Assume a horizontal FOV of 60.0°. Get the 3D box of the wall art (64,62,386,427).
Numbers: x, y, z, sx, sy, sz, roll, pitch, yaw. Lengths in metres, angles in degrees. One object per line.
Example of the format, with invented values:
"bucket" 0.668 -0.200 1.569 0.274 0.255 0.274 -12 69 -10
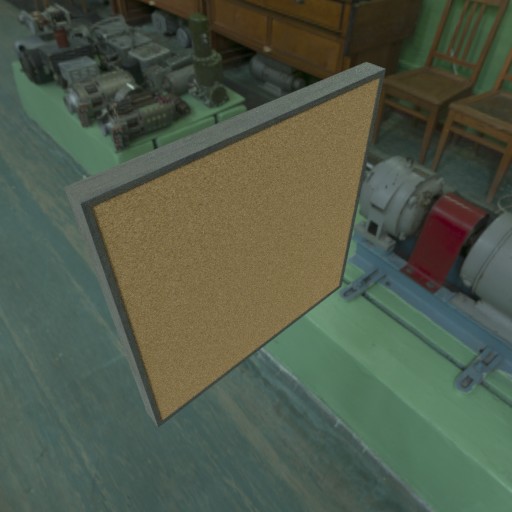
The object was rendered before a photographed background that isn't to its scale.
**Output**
"wall art" 0.000 0.000 0.753 0.507 0.507 0.037 -32 53 -29
